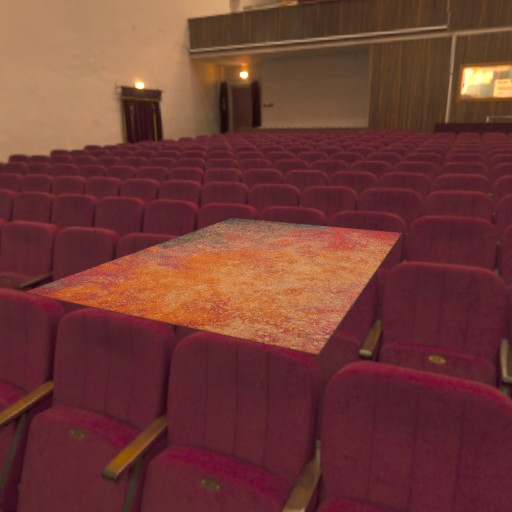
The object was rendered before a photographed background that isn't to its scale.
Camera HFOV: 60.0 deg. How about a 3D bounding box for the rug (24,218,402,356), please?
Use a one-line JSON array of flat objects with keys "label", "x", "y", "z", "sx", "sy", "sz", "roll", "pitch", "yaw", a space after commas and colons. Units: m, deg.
[{"label": "rug", "x": 0.000, "y": 0.000, "z": 3.748, "sx": 2.007, "sy": 0.013, "sz": 2.896, "roll": 7, "pitch": 17, "yaw": 24}]
